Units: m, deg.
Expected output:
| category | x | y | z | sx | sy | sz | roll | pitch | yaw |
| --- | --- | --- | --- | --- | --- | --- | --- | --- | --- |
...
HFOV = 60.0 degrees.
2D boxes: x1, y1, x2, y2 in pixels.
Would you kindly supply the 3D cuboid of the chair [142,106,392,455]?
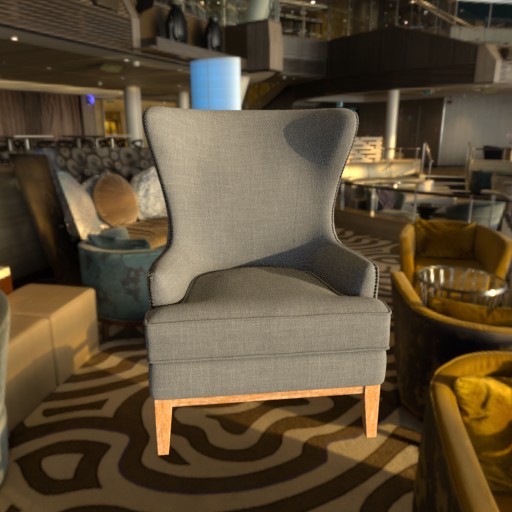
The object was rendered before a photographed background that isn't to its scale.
| category | x | y | z | sx | sy | sz | roll | pitch | yaw |
| --- | --- | --- | --- | --- | --- | --- | --- | --- | --- |
| chair | 0.000 | 0.000 | 1.807 | 0.864 | 1.176 | 0.883 | -2 | 15 | -7 |
